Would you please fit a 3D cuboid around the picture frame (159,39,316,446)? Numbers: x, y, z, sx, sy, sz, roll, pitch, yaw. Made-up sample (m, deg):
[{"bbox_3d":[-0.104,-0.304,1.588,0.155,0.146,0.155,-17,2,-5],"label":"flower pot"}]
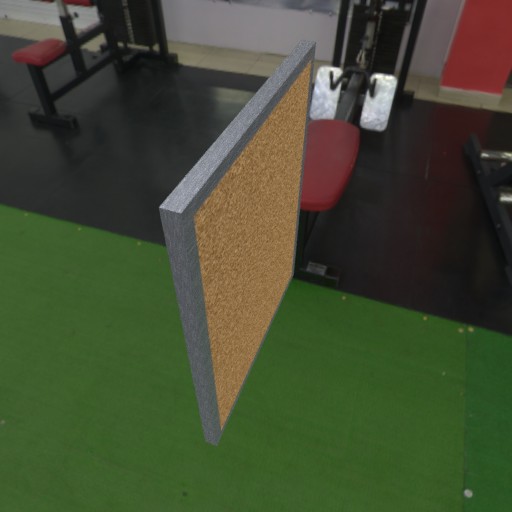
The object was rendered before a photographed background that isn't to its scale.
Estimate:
[{"bbox_3d":[0.000,0.000,0.764,0.029,0.559,0.454,16,48,15],"label":"picture frame"}]
